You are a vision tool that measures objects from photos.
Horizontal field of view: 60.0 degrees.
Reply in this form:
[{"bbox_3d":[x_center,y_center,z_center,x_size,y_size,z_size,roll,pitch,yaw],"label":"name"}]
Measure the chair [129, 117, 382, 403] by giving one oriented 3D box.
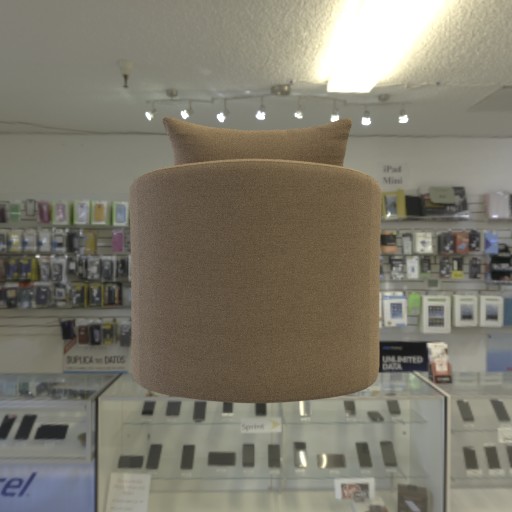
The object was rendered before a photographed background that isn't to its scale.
[{"bbox_3d":[0.000,0.000,1.612,0.845,0.848,0.910,0,0,1],"label":"chair"}]
